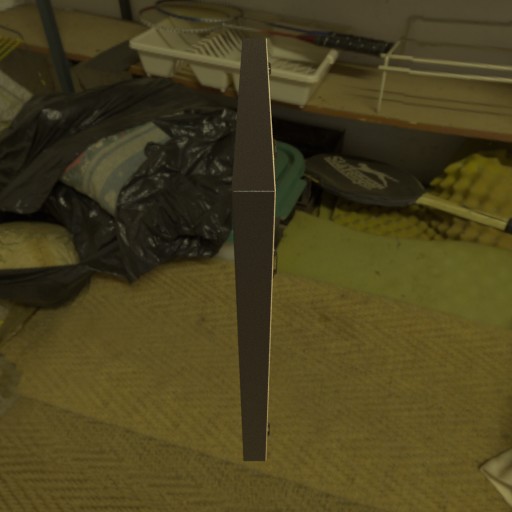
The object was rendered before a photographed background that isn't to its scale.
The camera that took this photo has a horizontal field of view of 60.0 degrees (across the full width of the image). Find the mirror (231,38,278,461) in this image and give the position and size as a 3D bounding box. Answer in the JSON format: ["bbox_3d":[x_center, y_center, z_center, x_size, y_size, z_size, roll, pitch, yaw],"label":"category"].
[{"bbox_3d":[0.000,0.000,0.680,0.041,0.509,0.406,0,42,0],"label":"mirror"}]
